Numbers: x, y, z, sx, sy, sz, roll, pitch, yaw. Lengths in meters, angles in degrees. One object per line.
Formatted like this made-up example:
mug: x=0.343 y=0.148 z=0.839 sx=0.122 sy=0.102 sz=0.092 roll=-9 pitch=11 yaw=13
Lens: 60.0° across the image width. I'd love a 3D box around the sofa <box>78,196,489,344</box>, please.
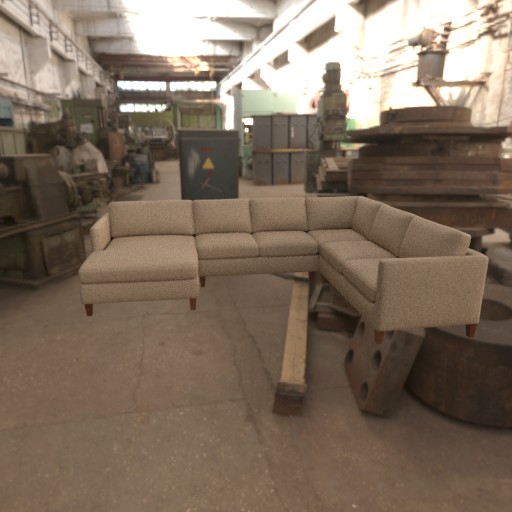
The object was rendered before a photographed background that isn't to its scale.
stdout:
sofa: x=0.000 y=0.000 z=4.519 sx=3.403 sy=0.889 sz=2.551 roll=-2 pitch=16 yaw=-8
